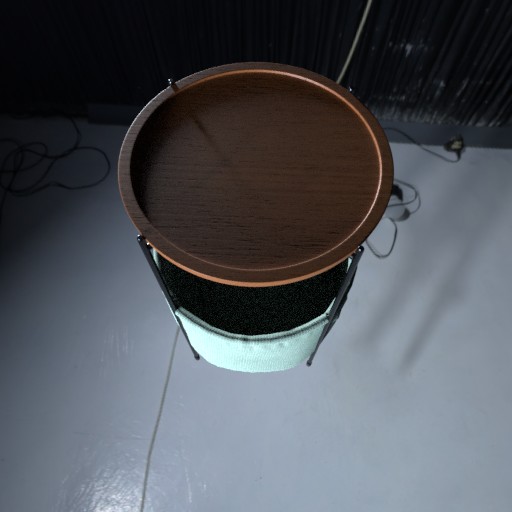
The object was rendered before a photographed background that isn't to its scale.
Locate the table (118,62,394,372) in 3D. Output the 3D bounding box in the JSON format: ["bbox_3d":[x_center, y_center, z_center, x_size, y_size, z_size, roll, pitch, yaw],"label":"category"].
[{"bbox_3d":[0.000,0.000,0.899,0.400,0.623,0.400,3,63,1],"label":"table"}]
